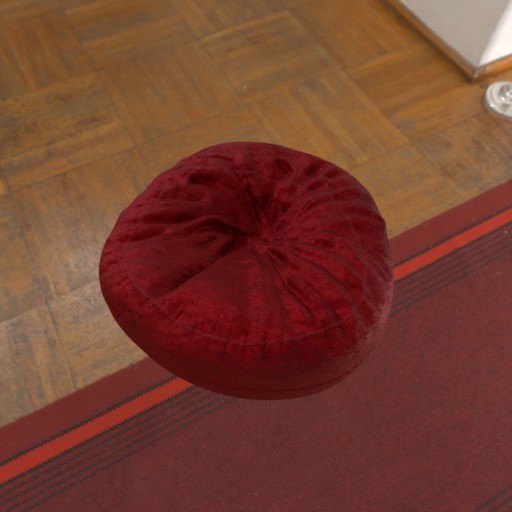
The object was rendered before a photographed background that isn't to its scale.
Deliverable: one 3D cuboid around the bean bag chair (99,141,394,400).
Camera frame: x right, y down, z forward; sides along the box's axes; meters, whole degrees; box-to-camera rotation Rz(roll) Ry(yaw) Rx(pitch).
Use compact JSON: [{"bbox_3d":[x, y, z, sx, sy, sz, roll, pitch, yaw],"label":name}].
[{"bbox_3d":[0.000,0.000,2.494,1.524,0.878,1.524,15,63,8],"label":"bean bag chair"}]
